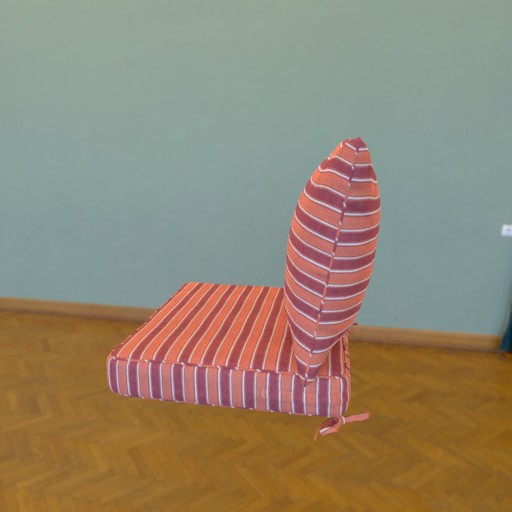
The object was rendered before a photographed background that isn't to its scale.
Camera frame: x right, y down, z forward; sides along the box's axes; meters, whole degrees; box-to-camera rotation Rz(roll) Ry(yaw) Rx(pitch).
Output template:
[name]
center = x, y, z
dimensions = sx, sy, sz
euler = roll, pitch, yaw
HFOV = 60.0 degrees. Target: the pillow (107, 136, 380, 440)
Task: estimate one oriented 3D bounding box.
[pillow]
center = 0.000, 0.000, 1.400
dimensions = 0.733, 0.723, 0.799
euler = 3, 15, 10
